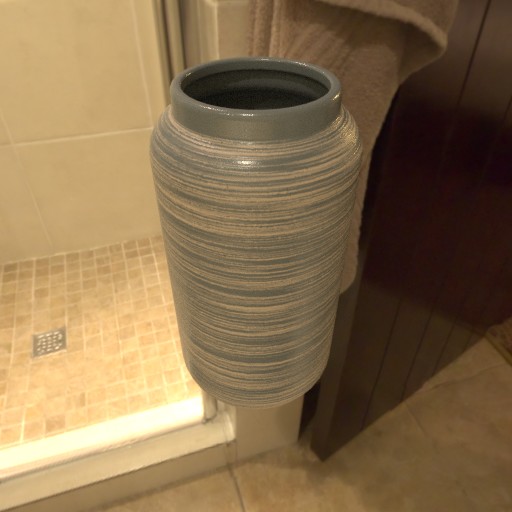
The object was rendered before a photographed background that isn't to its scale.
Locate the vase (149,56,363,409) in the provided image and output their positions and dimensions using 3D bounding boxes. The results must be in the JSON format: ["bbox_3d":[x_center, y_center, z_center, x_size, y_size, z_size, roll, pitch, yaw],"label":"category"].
[{"bbox_3d":[0.000,0.000,0.296,0.116,0.230,0.116,0,40,0],"label":"vase"}]
